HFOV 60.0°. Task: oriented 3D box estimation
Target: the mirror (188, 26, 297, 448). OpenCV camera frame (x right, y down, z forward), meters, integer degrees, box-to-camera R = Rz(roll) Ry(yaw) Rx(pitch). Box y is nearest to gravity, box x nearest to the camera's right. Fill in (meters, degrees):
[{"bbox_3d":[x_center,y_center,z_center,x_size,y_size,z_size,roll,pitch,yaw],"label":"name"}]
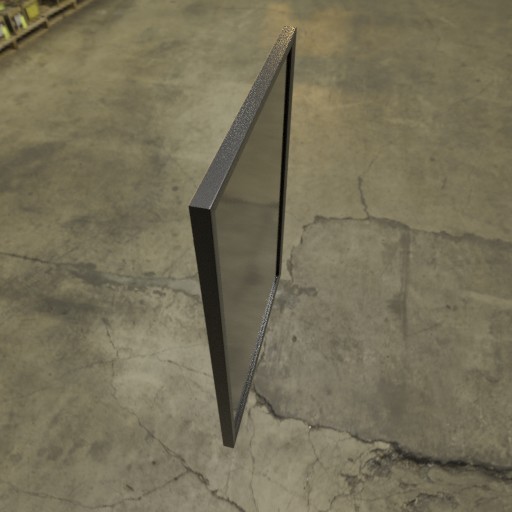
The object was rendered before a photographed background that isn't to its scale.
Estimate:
[{"bbox_3d":[0.000,0.000,1.312,0.040,1.016,0.762,10,48,9],"label":"mirror"}]
